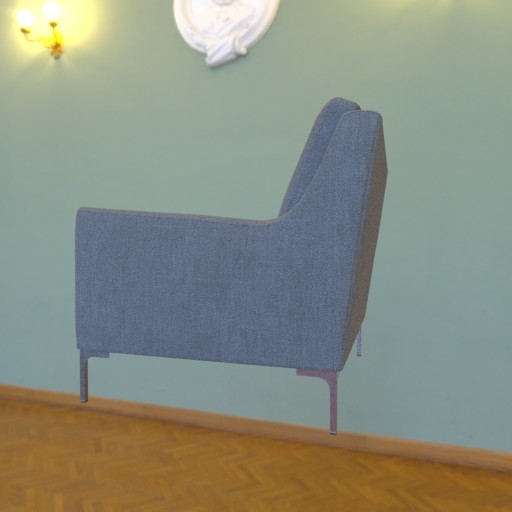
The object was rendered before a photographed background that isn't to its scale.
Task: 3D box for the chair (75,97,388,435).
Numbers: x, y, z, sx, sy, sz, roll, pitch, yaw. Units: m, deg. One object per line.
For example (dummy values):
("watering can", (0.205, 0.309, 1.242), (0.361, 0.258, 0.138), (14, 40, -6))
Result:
("chair", (0.000, 0.000, 1.519), (0.849, 0.828, 0.847), (0, 2, 17))
